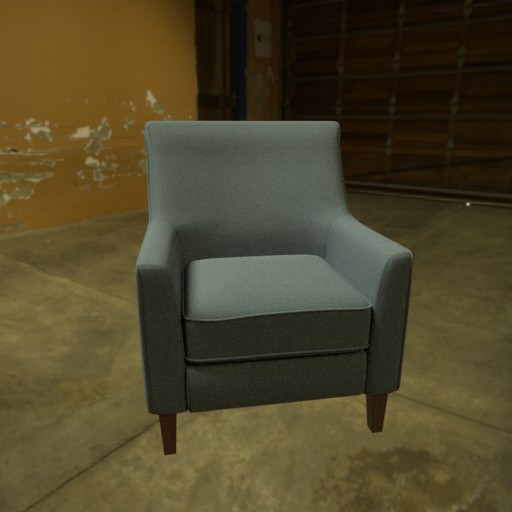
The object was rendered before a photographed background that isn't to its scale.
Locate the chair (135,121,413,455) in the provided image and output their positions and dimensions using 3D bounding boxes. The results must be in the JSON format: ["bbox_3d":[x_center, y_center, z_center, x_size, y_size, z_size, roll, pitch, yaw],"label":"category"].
[{"bbox_3d":[0.000,0.000,1.558,0.756,0.916,0.879,-2,16,-8],"label":"chair"}]
